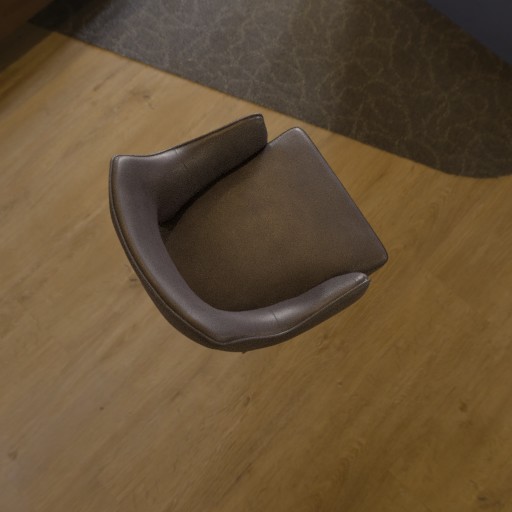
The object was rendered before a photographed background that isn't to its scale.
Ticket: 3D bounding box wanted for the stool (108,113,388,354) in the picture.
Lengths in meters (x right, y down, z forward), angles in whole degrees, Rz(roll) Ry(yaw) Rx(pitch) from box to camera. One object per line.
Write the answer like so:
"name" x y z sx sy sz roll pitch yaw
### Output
"stool" 0.000 0.000 1.350 0.560 1.041 0.550 -30 78 -7
